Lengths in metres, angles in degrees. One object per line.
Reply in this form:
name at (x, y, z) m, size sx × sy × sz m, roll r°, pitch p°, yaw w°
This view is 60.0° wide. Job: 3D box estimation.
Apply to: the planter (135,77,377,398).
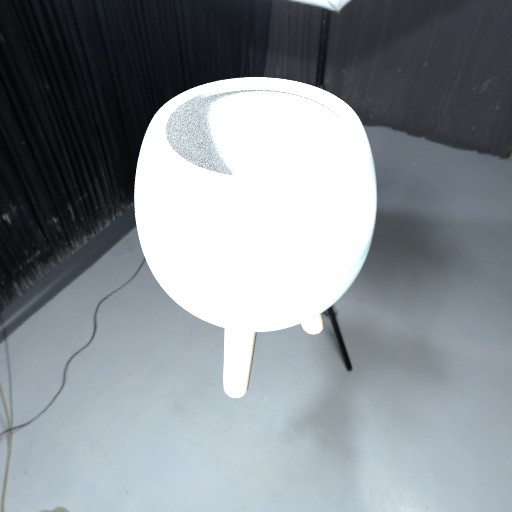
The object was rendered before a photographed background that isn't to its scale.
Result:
planter at (0.000, 0.000, 0.339) m, size 0.161 × 0.224 × 0.161 m, roll 0°, pitch 46°, yaw 0°
